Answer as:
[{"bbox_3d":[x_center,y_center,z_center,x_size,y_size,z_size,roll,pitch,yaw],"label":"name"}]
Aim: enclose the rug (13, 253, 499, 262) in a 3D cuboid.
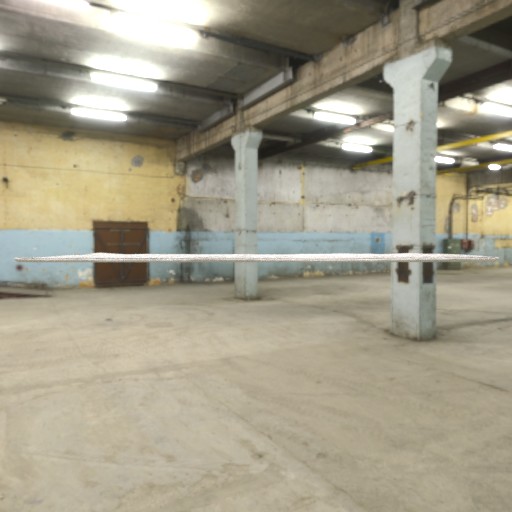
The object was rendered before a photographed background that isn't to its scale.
[{"bbox_3d":[0.000,0.000,2.994,2.447,0.036,1.537,0,1,-1],"label":"rug"}]
